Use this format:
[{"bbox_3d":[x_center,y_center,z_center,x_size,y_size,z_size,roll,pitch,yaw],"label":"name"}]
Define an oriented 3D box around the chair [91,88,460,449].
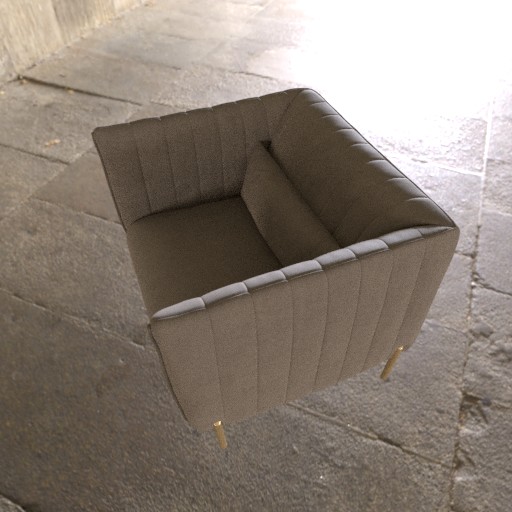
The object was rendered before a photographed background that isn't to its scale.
[{"bbox_3d":[0.000,0.000,1.627,0.873,0.779,0.981,-17,49,-15],"label":"chair"}]
